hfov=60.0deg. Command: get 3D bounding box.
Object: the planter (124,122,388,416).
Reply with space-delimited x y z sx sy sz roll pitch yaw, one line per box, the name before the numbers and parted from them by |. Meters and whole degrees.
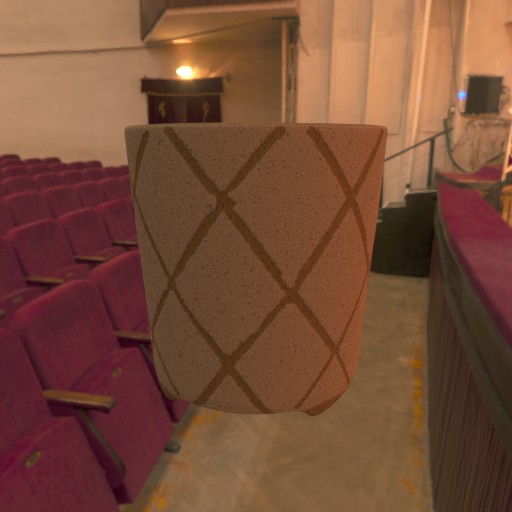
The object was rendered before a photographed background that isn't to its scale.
planter | 0.000 0.000 0.358 0.191 0.199 0.191 0 15 0
